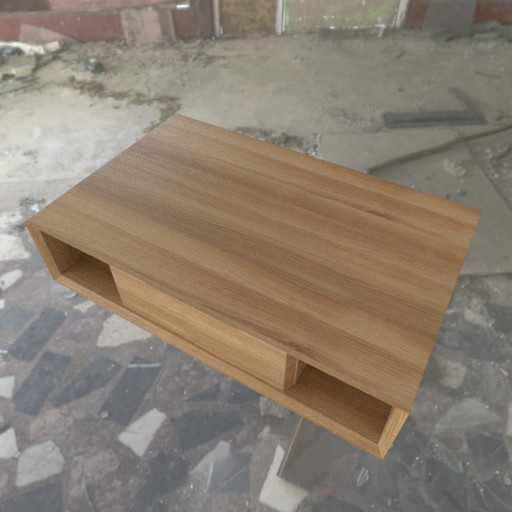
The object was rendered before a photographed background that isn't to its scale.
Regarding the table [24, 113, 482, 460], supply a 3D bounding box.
[{"bbox_3d":[0.000,0.000,1.380,1.100,0.330,0.700,23,51,20],"label":"table"}]
